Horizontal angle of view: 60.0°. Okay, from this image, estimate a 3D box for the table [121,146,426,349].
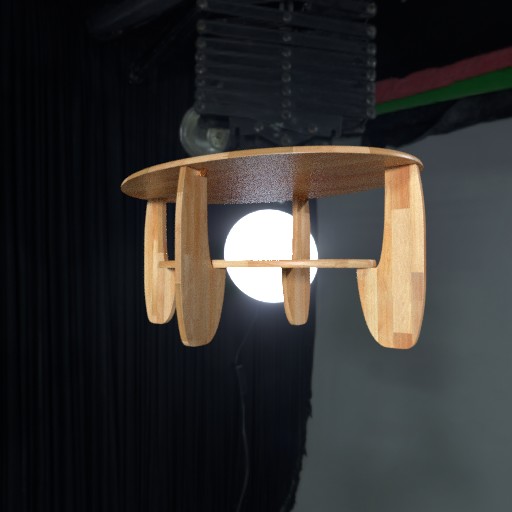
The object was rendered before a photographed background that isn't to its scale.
[{"bbox_3d":[0.000,0.000,1.413,1.040,0.490,0.690,-1,-2,35],"label":"table"}]
